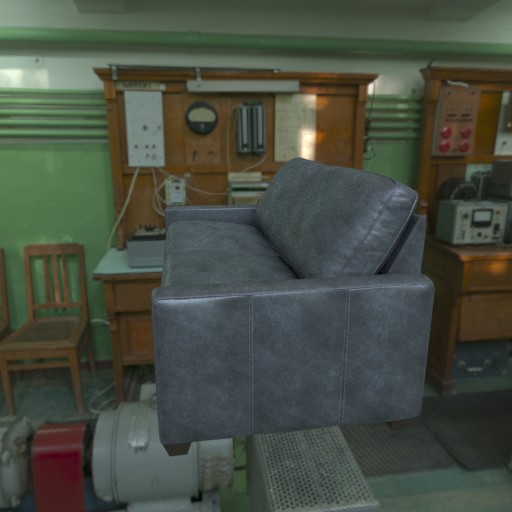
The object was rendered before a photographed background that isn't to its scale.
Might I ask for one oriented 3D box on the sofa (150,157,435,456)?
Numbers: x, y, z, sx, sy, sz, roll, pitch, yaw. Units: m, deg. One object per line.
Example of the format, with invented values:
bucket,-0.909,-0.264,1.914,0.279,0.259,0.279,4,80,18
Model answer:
sofa,0.000,0.000,2.234,0.939,0.916,1.732,-3,16,-9
